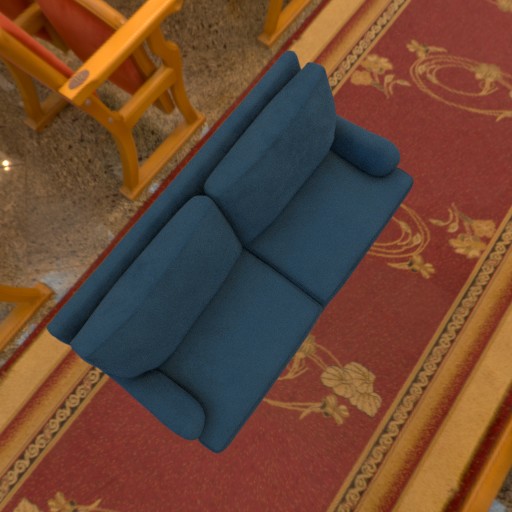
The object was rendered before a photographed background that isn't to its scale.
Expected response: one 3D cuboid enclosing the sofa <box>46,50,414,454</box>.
[{"bbox_3d":[0.000,0.000,2.743,1.084,1.101,2.141,36,78,9],"label":"sofa"}]
